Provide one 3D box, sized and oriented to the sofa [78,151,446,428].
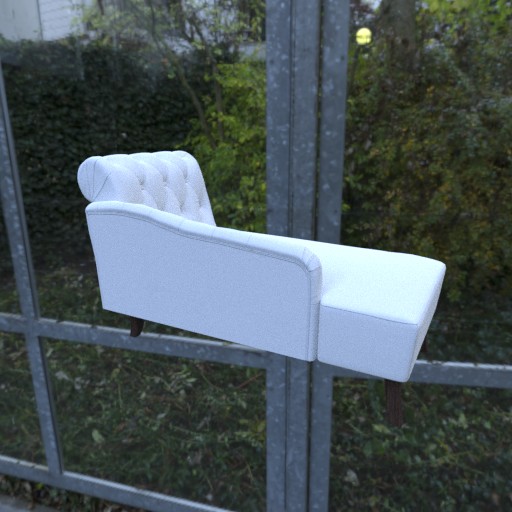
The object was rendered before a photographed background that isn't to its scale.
[{"bbox_3d":[0.000,0.000,1.802,1.379,0.787,0.675,8,18,27],"label":"sofa"}]
